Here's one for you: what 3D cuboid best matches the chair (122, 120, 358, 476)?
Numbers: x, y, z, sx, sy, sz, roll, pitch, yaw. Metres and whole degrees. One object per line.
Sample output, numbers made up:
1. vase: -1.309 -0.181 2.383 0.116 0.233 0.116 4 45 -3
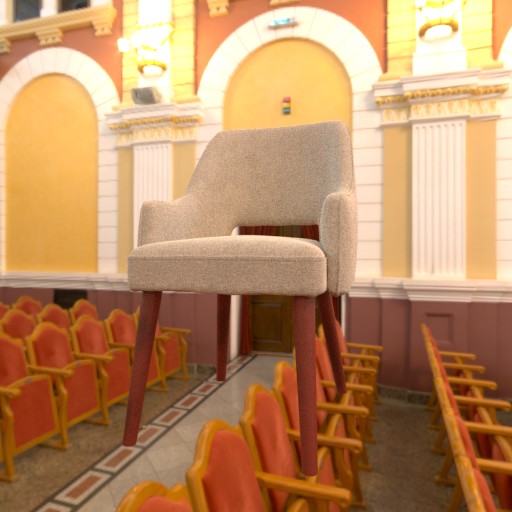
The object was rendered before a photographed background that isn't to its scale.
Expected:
1. chair: 0.000 0.000 1.209 0.548 0.849 0.605 0 1 18
